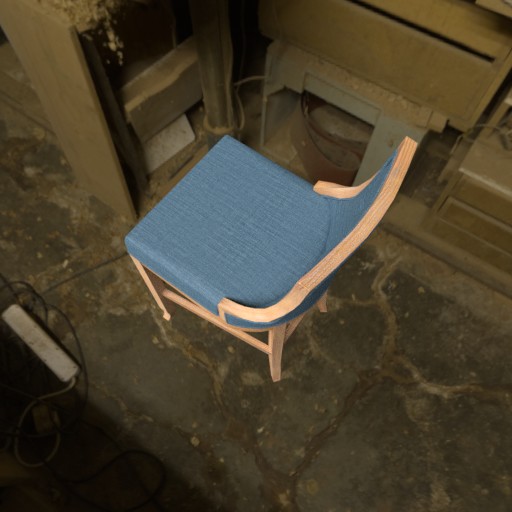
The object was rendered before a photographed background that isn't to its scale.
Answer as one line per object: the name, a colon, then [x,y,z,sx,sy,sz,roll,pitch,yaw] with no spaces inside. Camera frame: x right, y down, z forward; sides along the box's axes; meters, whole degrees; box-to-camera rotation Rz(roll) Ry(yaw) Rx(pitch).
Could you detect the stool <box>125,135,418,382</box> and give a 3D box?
stool: [0.000,0.000,1.462,0.626,1.101,0.524,33,68,15]
